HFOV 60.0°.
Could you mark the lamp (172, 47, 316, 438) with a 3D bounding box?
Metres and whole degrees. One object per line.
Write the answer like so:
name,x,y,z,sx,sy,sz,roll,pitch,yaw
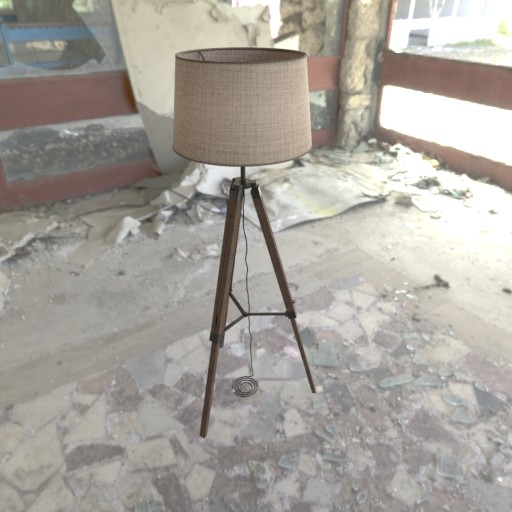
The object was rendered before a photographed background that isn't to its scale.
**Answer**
lamp,0.000,0.000,1.810,0.587,1.510,0.604,1,30,2
